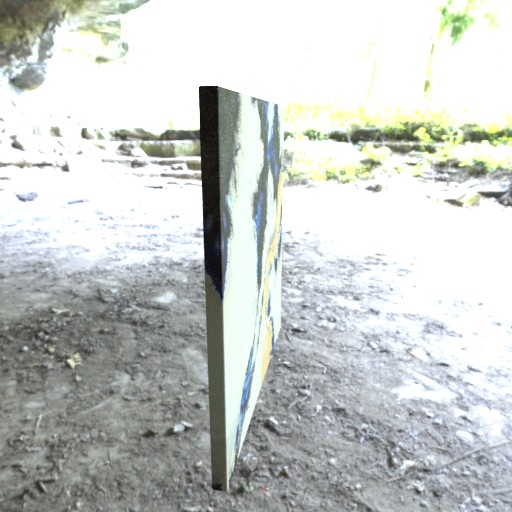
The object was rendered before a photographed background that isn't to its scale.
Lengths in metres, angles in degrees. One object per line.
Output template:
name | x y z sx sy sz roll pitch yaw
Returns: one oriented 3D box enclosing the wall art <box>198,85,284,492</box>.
wall art | 0.000 0.000 1.323 0.038 0.885 0.887 3 17 11
